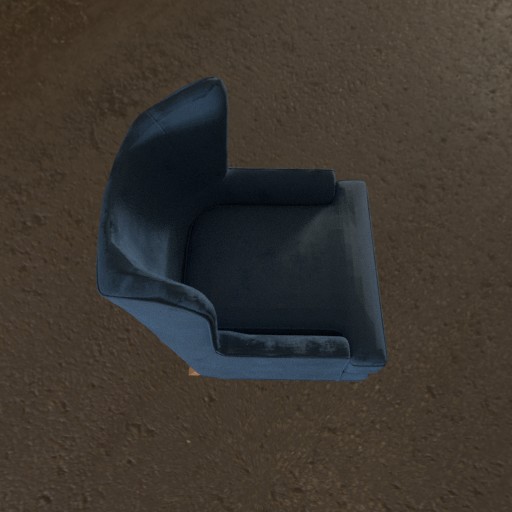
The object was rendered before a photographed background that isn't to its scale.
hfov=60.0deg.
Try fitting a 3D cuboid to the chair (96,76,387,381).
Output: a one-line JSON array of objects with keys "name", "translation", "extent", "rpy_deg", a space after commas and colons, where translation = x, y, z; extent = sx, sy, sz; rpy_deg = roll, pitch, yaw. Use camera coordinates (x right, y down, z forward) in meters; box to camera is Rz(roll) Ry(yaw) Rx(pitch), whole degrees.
[{"name": "chair", "translation": [0.000, 0.000, 1.628], "extent": [0.910, 0.952, 0.793], "rpy_deg": [1, 63, 0]}]
